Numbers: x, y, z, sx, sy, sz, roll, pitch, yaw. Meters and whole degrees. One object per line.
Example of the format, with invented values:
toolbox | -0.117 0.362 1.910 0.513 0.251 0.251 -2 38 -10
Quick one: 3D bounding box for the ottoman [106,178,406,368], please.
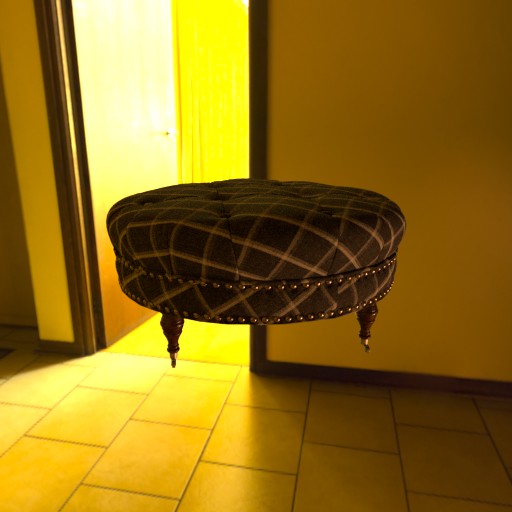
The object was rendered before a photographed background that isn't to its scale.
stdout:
ottoman | 0.000 0.000 1.412 0.901 0.439 0.901 0 16 0
